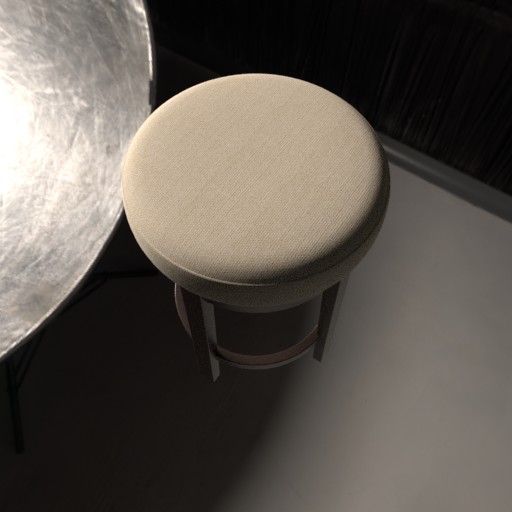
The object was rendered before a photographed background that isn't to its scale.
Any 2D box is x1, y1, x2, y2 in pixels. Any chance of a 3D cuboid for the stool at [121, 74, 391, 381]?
[{"bbox_3d":[0.000,0.000,0.960,0.449,0.655,0.449,0,62,0],"label":"stool"}]
